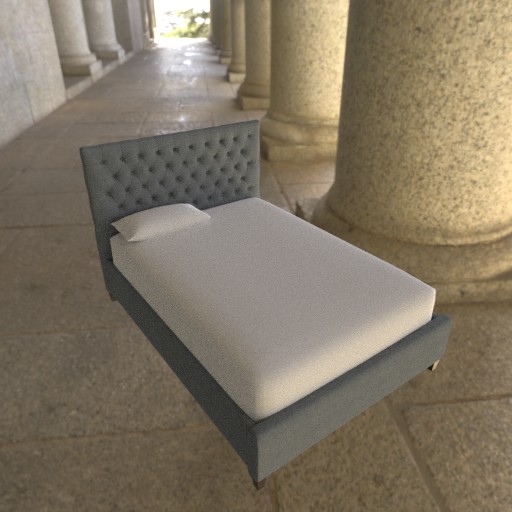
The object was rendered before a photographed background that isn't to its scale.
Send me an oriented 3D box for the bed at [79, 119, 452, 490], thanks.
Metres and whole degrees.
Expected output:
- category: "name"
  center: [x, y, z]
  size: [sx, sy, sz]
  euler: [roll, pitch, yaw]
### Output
- category: "bed"
  center: [0.000, 0.000, 3.328]
  size: [1.698, 1.411, 2.335]
  euler: [-19, 35, -31]
